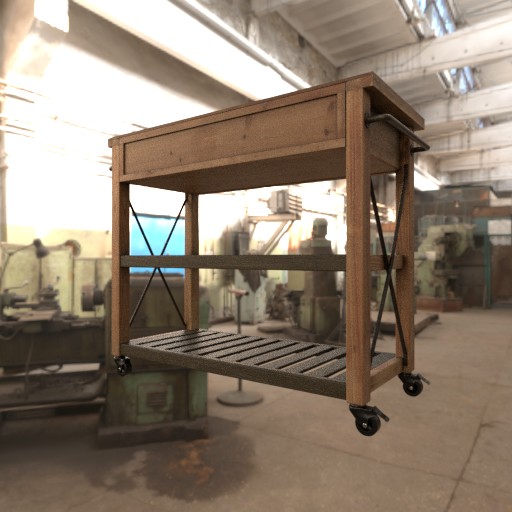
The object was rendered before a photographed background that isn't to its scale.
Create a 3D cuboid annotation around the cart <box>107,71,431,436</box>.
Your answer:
[{"bbox_3d":[0.000,0.000,0.974,0.686,0.554,0.298,0,0,36],"label":"cart"}]
